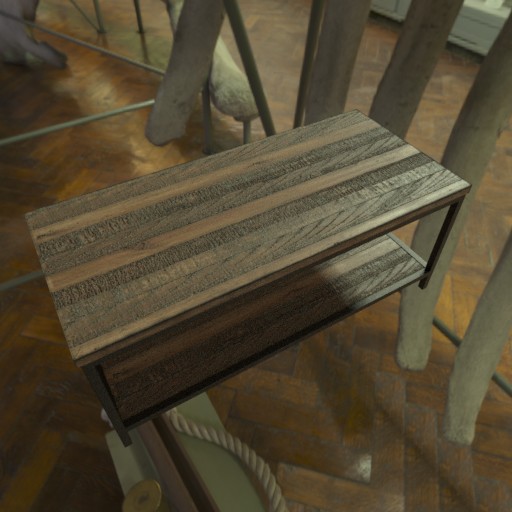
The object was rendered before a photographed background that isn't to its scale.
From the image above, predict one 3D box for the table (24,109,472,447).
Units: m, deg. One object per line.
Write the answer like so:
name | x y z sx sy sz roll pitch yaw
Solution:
table | 0.000 0.000 1.213 0.990 0.399 0.452 -23 50 -21
